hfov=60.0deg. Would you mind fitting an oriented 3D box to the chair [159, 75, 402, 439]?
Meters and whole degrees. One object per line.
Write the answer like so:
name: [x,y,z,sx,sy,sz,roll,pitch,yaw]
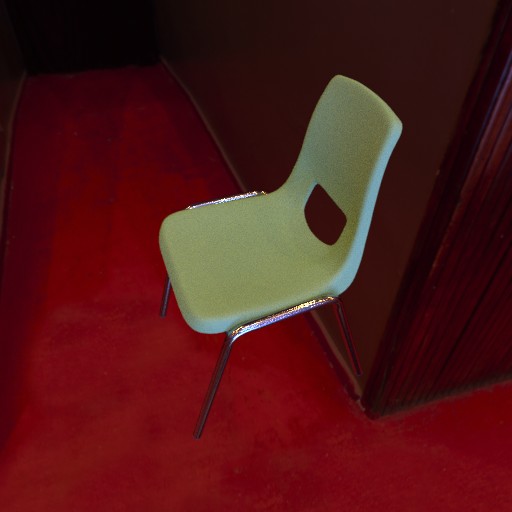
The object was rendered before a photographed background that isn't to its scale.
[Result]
chair: [0.000,0.000,0.935,0.436,0.653,0.381,-15,46,-15]
